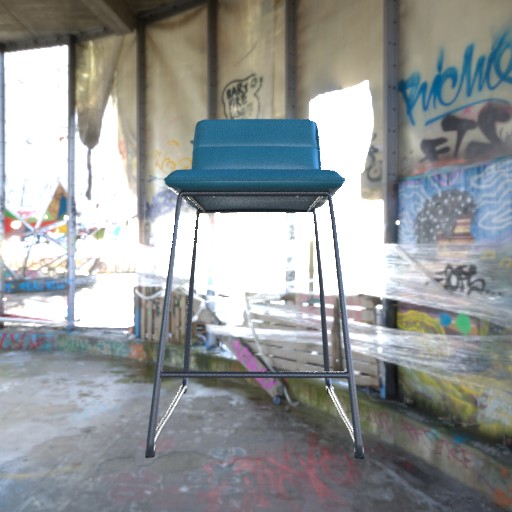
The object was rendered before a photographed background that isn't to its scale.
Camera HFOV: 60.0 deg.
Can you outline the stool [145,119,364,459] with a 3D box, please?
[{"bbox_3d":[0.000,0.000,1.178,0.489,0.866,0.524,0,1,1],"label":"stool"}]
